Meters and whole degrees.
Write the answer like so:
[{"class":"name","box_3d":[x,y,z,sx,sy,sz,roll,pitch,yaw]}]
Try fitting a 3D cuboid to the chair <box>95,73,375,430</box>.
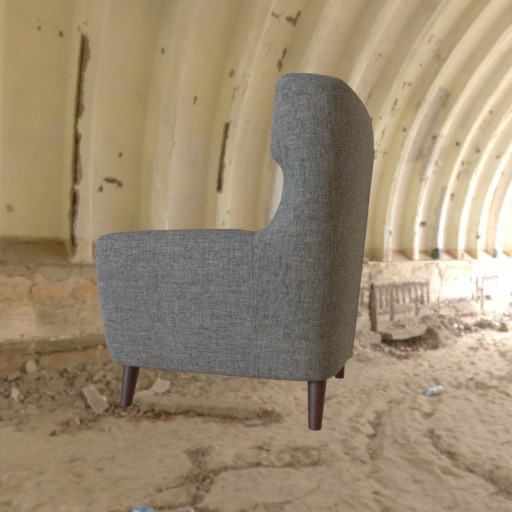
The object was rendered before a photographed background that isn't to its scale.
[{"class":"chair","box_3d":[0.000,0.000,1.742,0.904,1.063,0.878,0,0,18]}]
